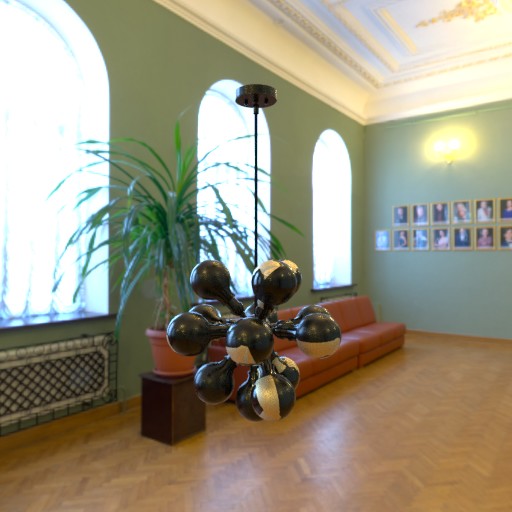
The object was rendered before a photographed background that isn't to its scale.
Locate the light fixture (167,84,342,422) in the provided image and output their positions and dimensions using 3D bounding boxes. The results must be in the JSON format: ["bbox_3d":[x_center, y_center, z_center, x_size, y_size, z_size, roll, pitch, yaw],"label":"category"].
[{"bbox_3d":[0.000,0.000,1.159,0.468,0.859,0.420,0,0,34],"label":"light fixture"}]
